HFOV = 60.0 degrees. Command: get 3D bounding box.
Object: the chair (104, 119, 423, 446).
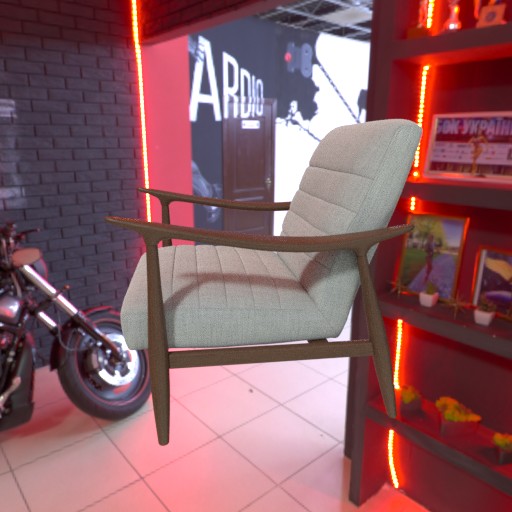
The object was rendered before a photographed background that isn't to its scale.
[{"bbox_3d":[0.000,0.000,1.426,0.798,0.832,0.741,-2,15,-8],"label":"chair"}]
